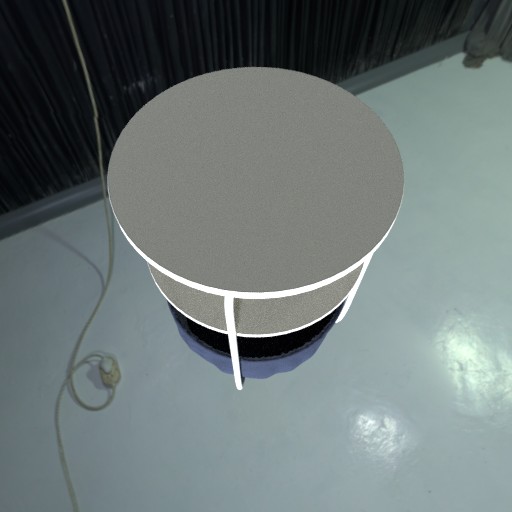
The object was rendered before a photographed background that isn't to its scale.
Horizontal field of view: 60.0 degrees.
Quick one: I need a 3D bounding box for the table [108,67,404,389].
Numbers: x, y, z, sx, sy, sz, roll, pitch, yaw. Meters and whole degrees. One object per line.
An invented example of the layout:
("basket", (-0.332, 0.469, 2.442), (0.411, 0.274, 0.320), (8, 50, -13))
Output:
("table", (0.000, 0.000, 0.862), (0.418, 0.532, 0.418), (-31, 64, -17))
